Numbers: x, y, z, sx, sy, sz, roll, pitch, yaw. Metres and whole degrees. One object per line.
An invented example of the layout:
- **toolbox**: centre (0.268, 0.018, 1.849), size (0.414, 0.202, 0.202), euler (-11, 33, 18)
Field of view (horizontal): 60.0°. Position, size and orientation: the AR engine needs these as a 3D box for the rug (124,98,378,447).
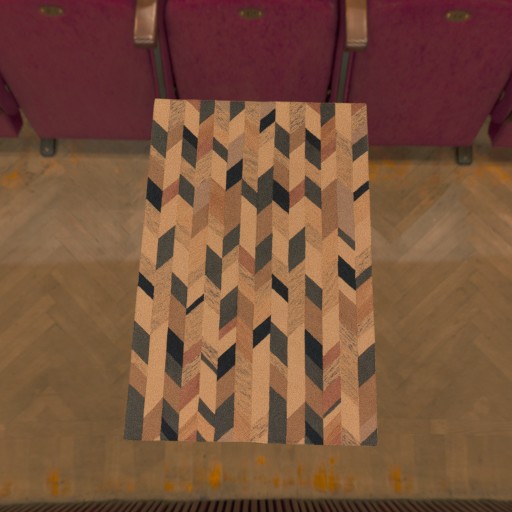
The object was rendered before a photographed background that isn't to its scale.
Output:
- **rug**: centre (0.000, 0.000, 2.292), size (1.202, 0.006, 1.813), euler (2, 76, 0)
